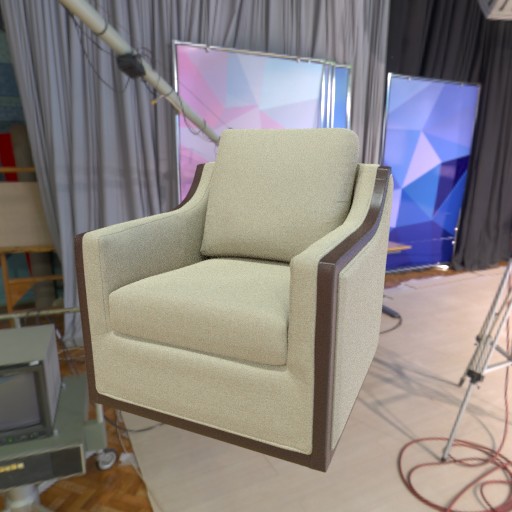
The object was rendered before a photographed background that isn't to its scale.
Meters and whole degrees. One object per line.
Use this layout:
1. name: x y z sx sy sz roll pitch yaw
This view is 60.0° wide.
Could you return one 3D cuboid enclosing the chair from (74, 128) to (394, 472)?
1. chair: 0.000 0.000 1.650 0.870 0.930 0.950 6 16 24
